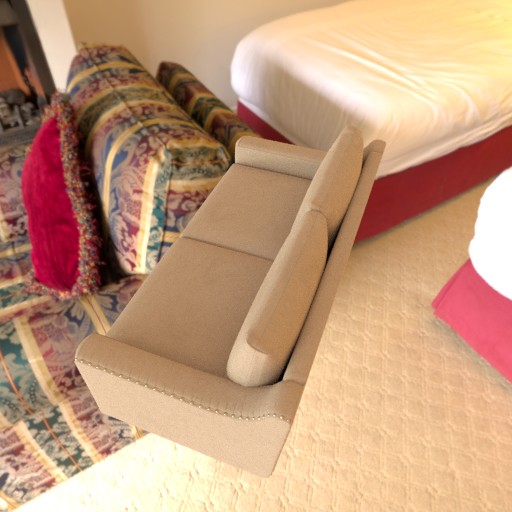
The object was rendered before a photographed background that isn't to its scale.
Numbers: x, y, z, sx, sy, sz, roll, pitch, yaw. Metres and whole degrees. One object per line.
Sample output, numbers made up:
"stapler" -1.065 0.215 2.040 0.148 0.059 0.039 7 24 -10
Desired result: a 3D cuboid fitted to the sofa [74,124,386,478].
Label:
"sofa" 0.000 0.000 2.519 1.030 0.901 1.967 15 48 15
